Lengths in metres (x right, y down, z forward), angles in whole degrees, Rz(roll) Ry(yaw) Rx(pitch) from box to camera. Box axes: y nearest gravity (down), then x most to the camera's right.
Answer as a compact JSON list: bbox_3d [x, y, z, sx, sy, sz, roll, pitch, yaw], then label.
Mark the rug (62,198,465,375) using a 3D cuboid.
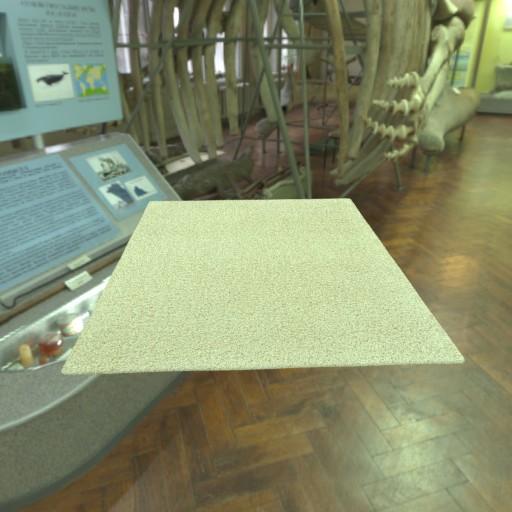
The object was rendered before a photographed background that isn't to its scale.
[{"bbox_3d":[0.000,0.000,4.016,2.438,0.029,3.047,-1,26,-2],"label":"rug"}]
